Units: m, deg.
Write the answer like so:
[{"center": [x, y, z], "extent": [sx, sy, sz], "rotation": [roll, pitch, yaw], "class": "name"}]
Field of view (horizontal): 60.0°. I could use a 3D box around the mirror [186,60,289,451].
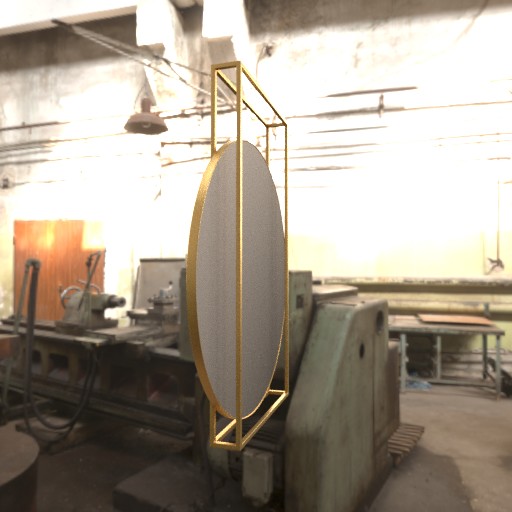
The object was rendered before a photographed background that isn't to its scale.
[{"center": [0.000, 0.000, 0.841], "extent": [0.051, 0.603, 0.508], "rotation": [0, -2, 18], "class": "mirror"}]
